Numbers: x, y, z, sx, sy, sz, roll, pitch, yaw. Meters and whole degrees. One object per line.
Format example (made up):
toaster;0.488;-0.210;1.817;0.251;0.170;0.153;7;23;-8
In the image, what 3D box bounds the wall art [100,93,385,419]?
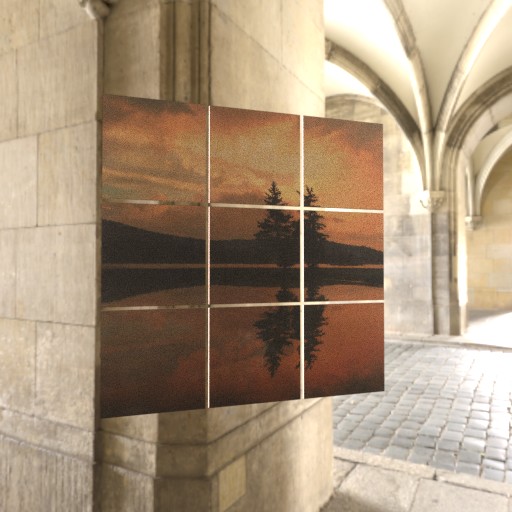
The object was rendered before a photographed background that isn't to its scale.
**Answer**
wall art;0.000;0.000;1.846;1.216;1.218;0.013;0;-1;-17
